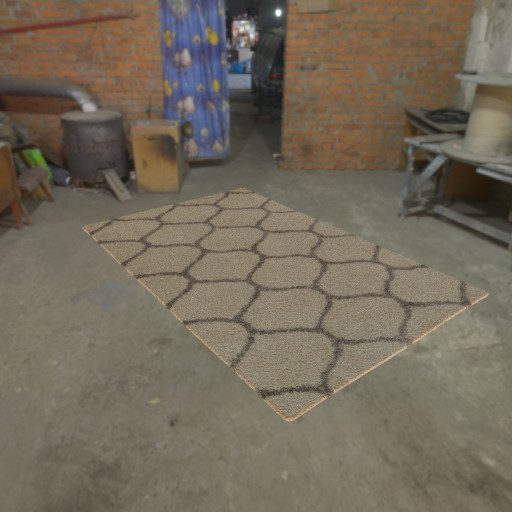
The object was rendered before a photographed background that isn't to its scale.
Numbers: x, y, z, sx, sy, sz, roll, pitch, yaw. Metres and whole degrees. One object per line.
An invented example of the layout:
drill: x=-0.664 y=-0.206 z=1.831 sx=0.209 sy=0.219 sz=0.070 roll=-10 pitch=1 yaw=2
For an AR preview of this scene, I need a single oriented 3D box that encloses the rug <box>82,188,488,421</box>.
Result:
rug: x=0.000 y=0.000 z=2.906 sx=1.501 sy=0.024 sz=2.348 roll=-19 pitch=33 yaw=-33
